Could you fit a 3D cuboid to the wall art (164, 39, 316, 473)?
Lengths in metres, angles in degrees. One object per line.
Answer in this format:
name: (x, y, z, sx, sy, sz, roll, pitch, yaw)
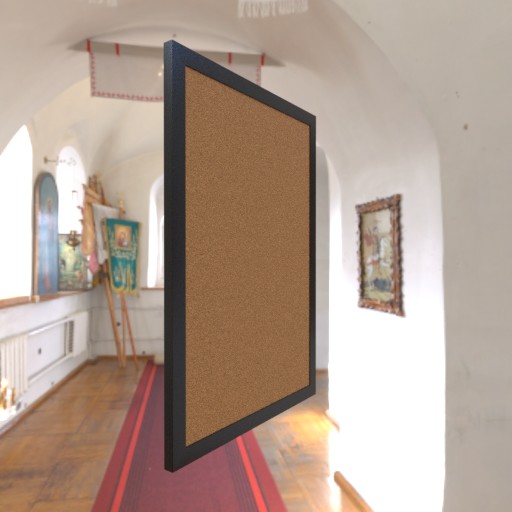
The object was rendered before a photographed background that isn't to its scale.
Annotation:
wall art: (0.000, 0.000, 0.568, 0.013, 0.432, 0.304, 0, 0, 35)
